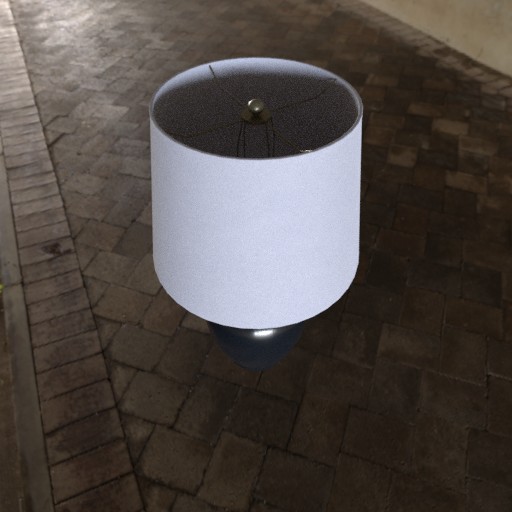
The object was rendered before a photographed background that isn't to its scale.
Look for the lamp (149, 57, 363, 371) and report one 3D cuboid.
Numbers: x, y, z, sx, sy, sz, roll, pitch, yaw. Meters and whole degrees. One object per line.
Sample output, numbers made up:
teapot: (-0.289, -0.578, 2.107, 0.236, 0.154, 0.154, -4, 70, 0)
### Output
lamp: (0.000, 0.000, 0.537, 0.239, 0.399, 0.239, 0, 46, 0)
